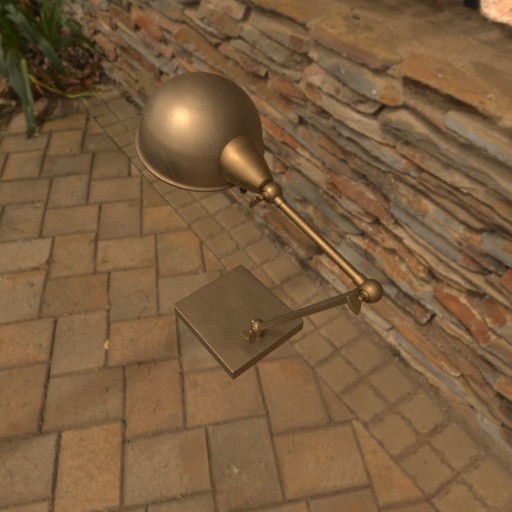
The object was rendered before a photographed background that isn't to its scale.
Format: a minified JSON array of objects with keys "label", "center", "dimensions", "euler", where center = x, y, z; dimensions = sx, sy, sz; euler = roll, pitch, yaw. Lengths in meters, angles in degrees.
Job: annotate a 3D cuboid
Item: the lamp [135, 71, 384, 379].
[{"label":"lamp","center":[0.000,0.000,0.537],"dimensions":[0.149,0.371,0.339],"euler":[-31,53,-26]}]
